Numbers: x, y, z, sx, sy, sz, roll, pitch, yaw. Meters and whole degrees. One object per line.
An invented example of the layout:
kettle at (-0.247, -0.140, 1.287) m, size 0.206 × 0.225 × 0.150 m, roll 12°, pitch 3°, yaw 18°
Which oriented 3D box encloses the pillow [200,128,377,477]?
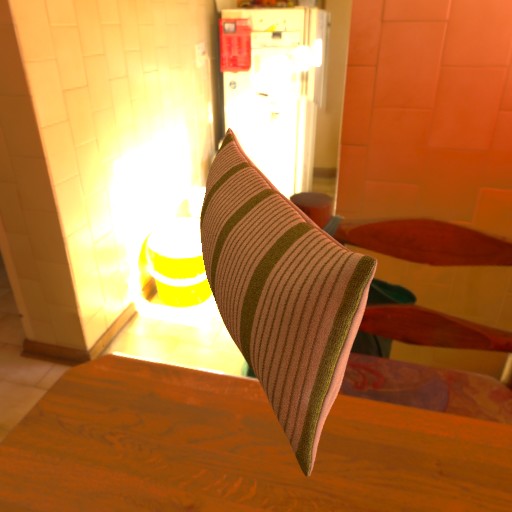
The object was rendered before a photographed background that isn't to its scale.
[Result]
pillow at (0.000, 0.000, 0.728) m, size 0.156 × 0.292 × 0.608 m, roll -8°, pitch 29°, yaw -14°
